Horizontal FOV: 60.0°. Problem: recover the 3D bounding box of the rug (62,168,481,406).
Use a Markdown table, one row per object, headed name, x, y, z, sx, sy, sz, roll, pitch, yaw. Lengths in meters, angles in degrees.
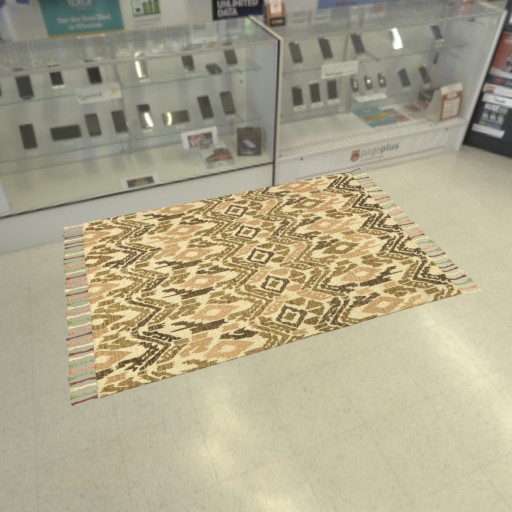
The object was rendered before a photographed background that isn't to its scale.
| name | x | y | z | sx | sy | sz | roll | pitch | yaw |
| --- | --- | --- | --- | --- | --- | --- | --- | --- | --- |
| rug | 0.000 | 0.000 | 2.962 | 2.438 | 0.008 | 1.524 | -13 | 44 | -14 |
